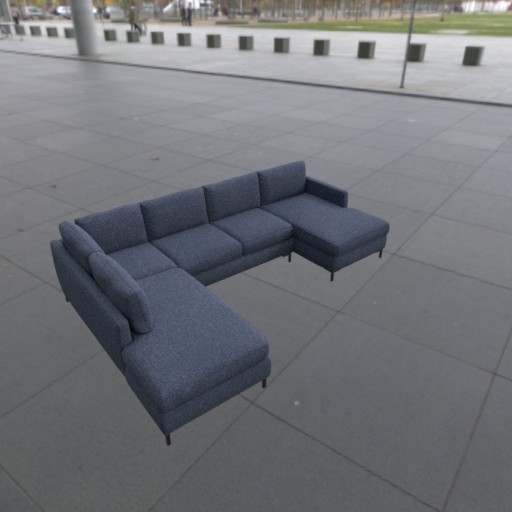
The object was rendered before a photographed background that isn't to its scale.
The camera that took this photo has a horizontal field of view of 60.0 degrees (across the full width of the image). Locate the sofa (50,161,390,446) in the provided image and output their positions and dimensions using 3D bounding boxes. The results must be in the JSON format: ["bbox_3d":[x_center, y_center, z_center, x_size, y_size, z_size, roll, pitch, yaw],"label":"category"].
[{"bbox_3d":[0.000,0.000,3.943,2.956,0.813,2.007,-21,36,-33],"label":"sofa"}]
